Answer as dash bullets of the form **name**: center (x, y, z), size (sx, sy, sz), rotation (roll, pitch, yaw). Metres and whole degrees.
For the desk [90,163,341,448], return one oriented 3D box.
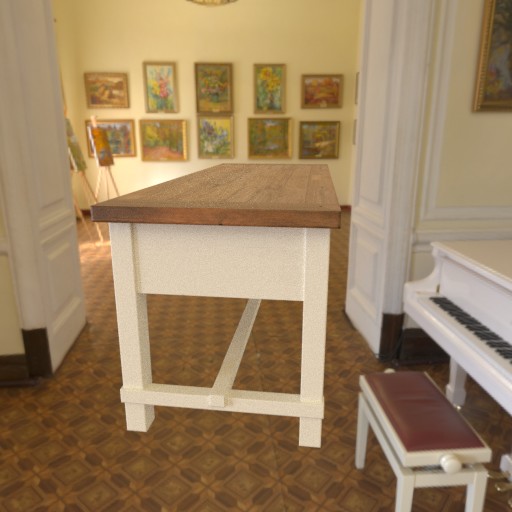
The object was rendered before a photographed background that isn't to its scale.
- **desk**: center (0.000, 0.000, 2.154), size (0.688, 0.762, 1.803), rotation (2, 16, 7)
